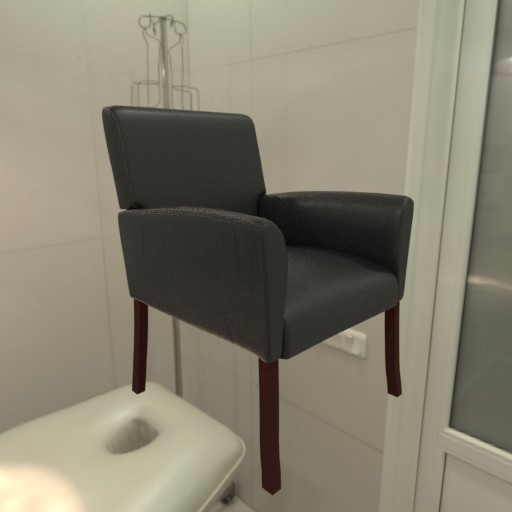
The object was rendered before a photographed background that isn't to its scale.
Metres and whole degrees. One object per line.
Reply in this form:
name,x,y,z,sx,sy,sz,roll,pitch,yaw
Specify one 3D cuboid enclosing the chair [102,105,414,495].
chair,0.000,0.000,1.452,0.683,0.951,0.772,-13,19,-43
